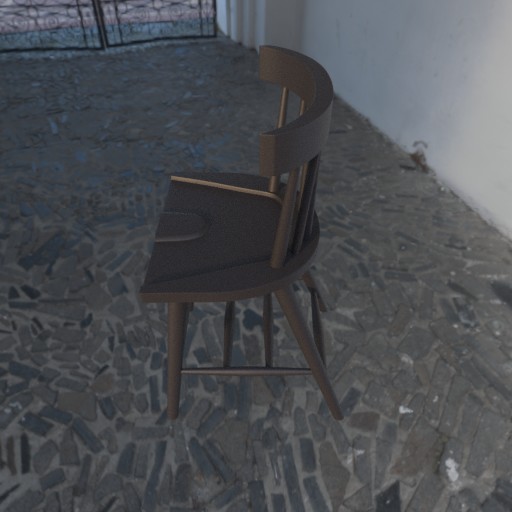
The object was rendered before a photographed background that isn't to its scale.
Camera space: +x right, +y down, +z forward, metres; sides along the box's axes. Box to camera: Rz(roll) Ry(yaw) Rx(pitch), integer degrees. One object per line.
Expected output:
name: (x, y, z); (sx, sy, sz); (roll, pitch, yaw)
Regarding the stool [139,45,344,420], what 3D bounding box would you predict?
stool: (0.000, 0.000, 1.217); (0.549, 0.953, 0.494); (0, 42, 0)
